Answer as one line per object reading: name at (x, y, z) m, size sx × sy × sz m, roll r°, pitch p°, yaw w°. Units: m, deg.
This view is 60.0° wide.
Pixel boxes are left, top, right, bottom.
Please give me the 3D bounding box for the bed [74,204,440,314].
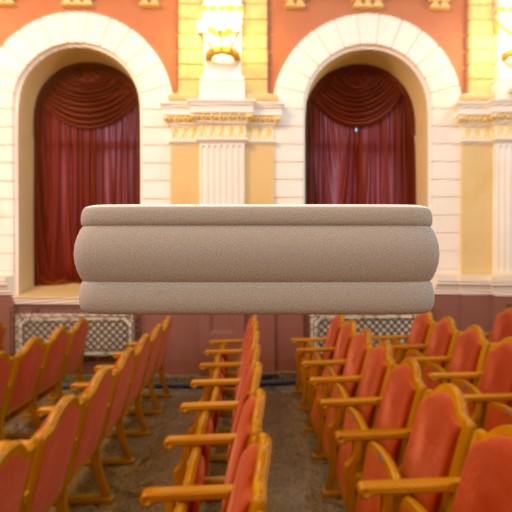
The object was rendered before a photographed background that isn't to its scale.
bed at (0.000, 0.000, 2.711) m, size 1.520 × 0.460 × 2.036 m, roll 0°, pitch 0°, yaw 0°
